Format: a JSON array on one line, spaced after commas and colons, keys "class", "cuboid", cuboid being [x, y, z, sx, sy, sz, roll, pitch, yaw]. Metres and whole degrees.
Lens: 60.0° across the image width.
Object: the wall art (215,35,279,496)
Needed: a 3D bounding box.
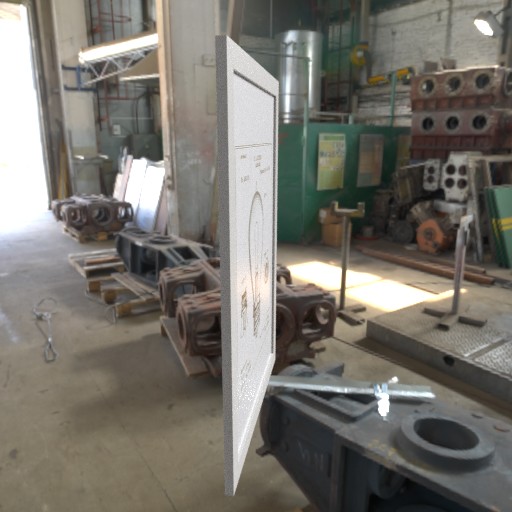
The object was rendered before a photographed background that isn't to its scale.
[{"class": "wall art", "cuboid": [0.000, 0.000, 0.593, 0.010, 0.474, 0.325, 3, 15, 10]}]
